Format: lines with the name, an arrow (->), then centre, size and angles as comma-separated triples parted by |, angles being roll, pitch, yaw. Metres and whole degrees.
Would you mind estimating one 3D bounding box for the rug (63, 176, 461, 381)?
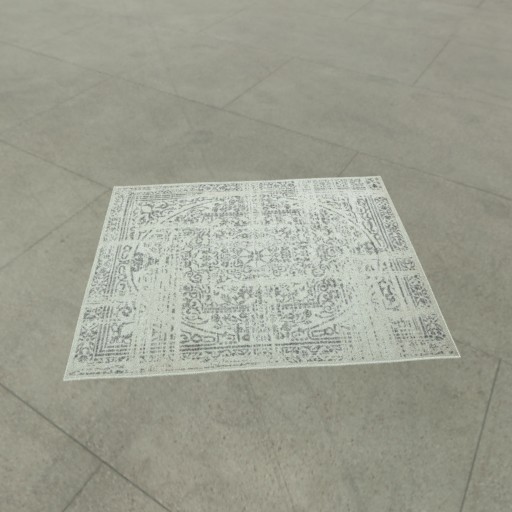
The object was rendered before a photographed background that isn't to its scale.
rug -> 0.000, 0.000, 4.020 | 2.921, 0.032, 2.311 | -3, 46, -3
